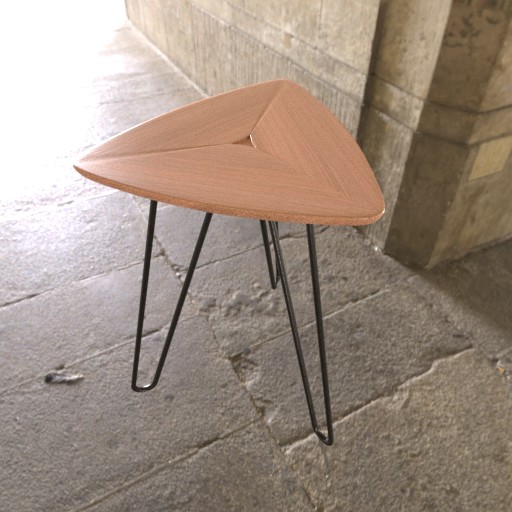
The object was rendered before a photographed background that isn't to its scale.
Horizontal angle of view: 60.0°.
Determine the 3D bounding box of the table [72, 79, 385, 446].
[{"bbox_3d":[0.000,0.000,0.893,0.442,0.564,0.455,11,43,12],"label":"table"}]
